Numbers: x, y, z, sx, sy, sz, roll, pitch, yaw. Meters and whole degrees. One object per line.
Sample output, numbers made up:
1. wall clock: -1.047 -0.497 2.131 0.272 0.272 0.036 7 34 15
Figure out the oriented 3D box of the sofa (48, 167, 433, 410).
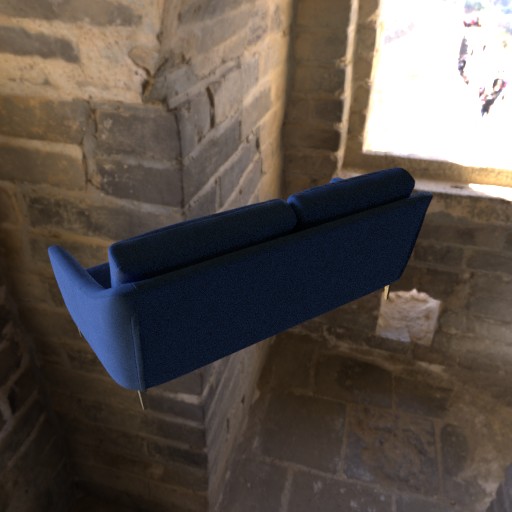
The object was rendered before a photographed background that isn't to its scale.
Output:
1. sofa: 0.000 0.000 2.557 2.036 0.903 0.960 -18 35 -28
